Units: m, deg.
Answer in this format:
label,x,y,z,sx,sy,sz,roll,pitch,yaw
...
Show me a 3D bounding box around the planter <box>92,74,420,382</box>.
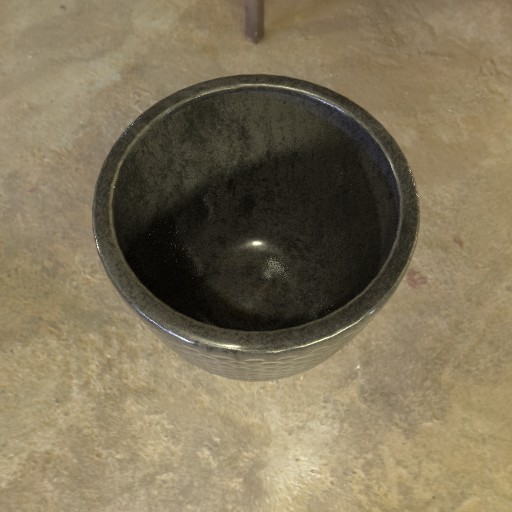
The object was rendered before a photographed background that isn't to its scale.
label,x,y,z,sx,sy,sz,roll,pitch,yaw
planter,0.000,0.000,0.245,0.140,0.129,0.140,0,65,0
